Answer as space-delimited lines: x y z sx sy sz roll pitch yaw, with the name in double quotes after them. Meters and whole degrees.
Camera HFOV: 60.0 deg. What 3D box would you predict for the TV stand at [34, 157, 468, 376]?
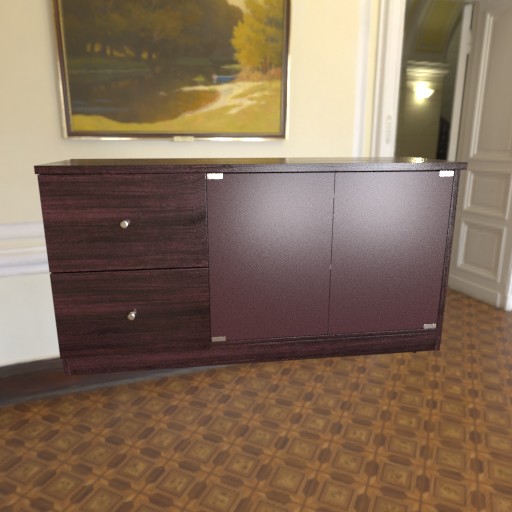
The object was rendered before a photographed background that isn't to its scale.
0.000 0.000 1.458 1.192 0.614 0.404 -2 15 -8 "TV stand"
